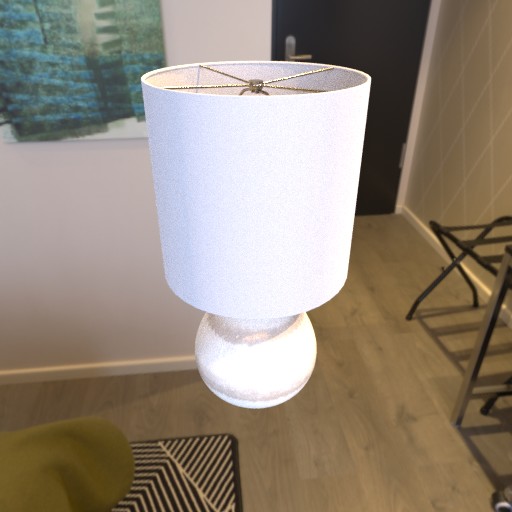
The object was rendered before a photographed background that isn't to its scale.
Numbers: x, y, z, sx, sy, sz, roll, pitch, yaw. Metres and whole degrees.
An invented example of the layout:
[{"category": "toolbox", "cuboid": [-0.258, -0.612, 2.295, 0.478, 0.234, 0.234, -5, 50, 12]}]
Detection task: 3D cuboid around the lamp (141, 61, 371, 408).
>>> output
[{"category": "lamp", "cuboid": [0.000, 0.000, 0.528, 0.217, 0.404, 0.217, -21, 36, -31]}]
